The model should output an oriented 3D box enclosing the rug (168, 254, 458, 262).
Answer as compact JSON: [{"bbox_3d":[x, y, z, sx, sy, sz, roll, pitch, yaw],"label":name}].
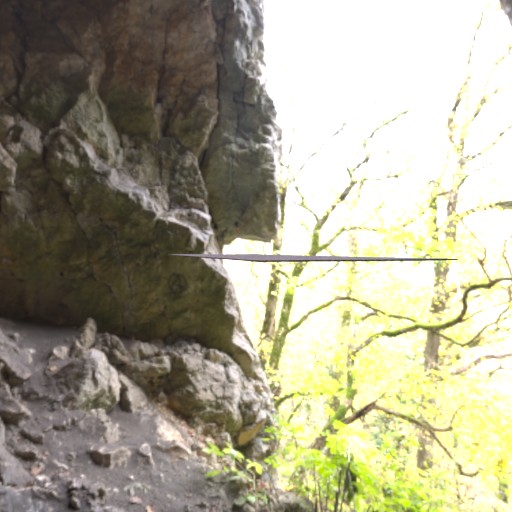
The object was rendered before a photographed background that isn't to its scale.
[{"bbox_3d":[0.000,0.000,2.657,0.771,0.009,2.443,0,1,-18],"label":"rug"}]
